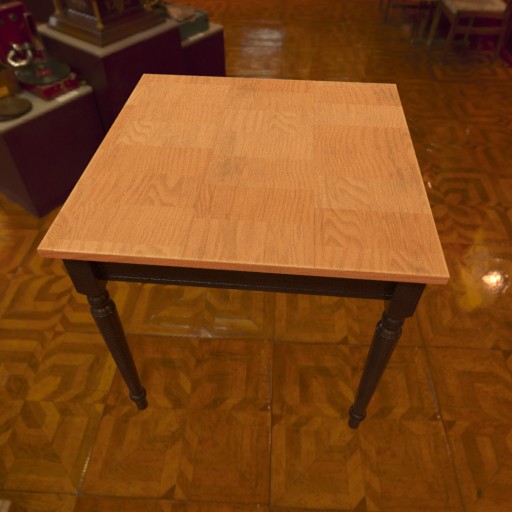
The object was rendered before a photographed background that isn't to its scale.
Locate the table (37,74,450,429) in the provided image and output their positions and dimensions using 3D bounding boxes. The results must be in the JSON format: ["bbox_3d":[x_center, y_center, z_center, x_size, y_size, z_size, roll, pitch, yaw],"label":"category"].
[{"bbox_3d":[0.000,0.000,1.318,0.747,0.738,0.747,4,46,4],"label":"table"}]
